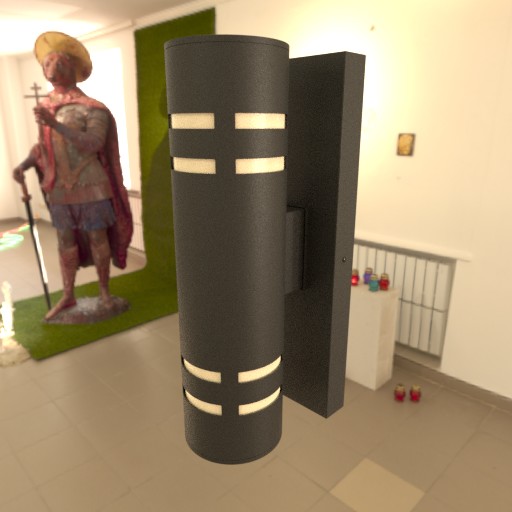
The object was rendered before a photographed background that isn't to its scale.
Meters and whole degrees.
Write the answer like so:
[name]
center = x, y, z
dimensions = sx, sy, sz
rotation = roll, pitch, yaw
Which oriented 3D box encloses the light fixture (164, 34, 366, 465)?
[light fixture]
center = 0.000, 0.000, 0.389
dimensions = 0.149, 0.330, 0.105
rotation = -16, 23, -43
